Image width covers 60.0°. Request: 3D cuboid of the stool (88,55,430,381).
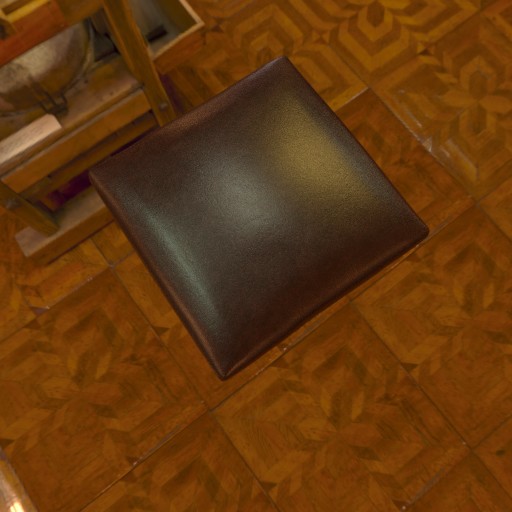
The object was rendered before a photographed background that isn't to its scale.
[{"bbox_3d":[0.000,0.000,0.995,0.382,0.768,0.383,-34,78,-8],"label":"stool"}]
